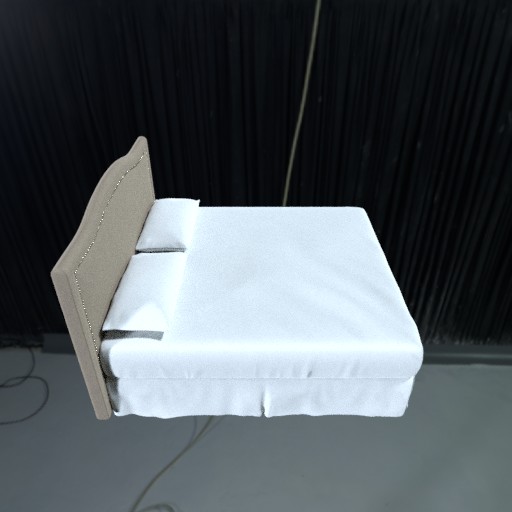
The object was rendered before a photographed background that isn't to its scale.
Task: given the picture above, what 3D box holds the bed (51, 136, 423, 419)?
[{"bbox_3d":[0.000,0.000,3.520,2.182,1.421,2.083,0,34,0],"label":"bed"}]
